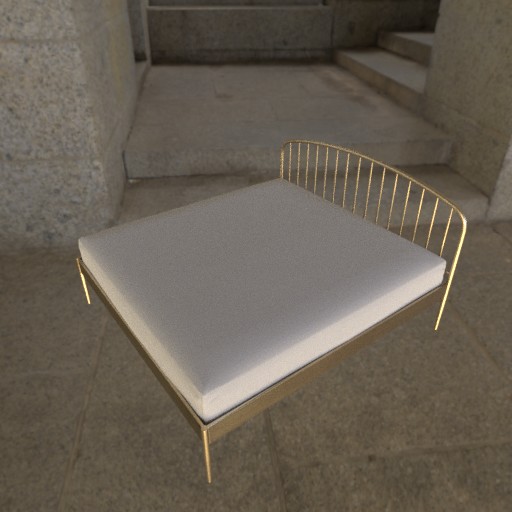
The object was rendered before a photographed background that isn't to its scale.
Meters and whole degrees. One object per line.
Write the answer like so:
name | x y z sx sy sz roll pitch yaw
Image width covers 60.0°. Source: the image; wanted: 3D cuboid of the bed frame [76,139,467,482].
bed frame | 0.000 0.000 3.378 2.152 1.174 2.016 -22 39 -30
